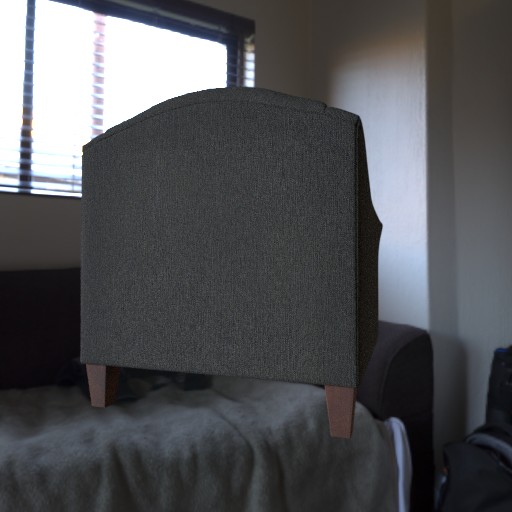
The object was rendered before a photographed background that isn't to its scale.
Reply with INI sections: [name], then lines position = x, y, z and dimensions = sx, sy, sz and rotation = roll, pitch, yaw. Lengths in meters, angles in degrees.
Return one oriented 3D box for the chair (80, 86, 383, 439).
[chair]
position = 0.000, 0.000, 1.447
dimensions = 0.763, 0.839, 0.787
rotation = 0, -1, 19
